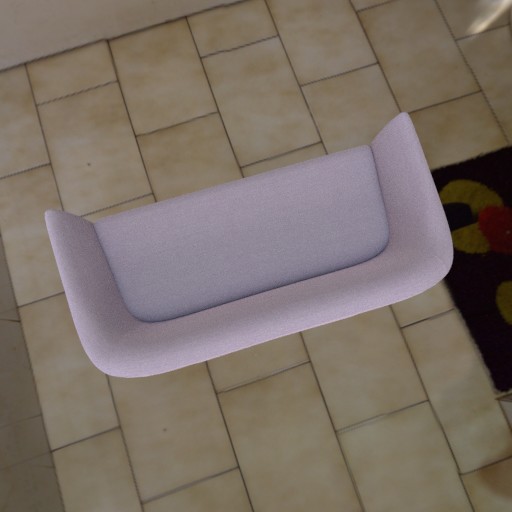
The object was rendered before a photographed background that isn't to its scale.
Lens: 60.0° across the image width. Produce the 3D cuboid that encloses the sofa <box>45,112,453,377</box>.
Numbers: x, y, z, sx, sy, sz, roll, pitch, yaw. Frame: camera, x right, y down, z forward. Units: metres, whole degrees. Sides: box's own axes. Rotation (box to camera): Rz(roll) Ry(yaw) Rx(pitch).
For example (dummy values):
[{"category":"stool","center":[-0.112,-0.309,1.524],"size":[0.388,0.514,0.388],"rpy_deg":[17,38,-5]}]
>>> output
[{"category":"sofa","center":[0.000,0.000,1.835],"size":[1.452,0.721,0.705],"rpy_deg":[-16,78,-4]}]
